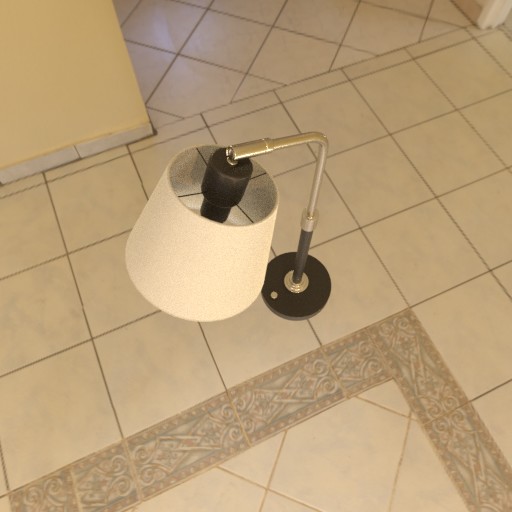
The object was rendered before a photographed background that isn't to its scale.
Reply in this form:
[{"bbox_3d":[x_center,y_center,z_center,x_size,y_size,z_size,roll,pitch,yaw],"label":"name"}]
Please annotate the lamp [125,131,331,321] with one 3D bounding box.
[{"bbox_3d":[0.000,0.000,0.676,0.348,0.539,0.181,-31,68,-14],"label":"lamp"}]
